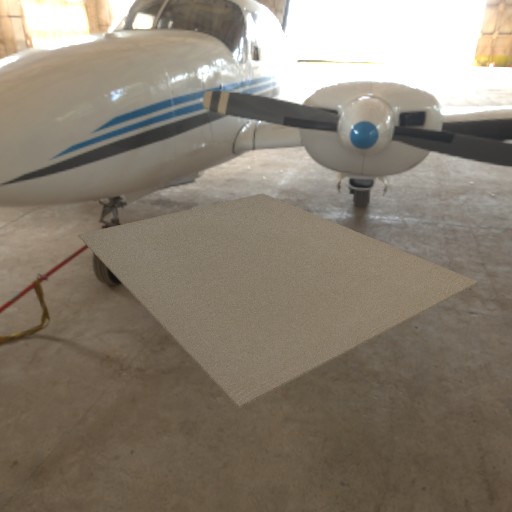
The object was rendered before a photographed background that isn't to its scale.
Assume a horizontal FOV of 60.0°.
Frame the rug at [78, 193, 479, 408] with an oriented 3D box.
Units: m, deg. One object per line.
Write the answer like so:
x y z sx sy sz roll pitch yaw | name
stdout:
0.000 0.000 3.570 2.073 0.011 2.584 -17 31 -32 | rug
